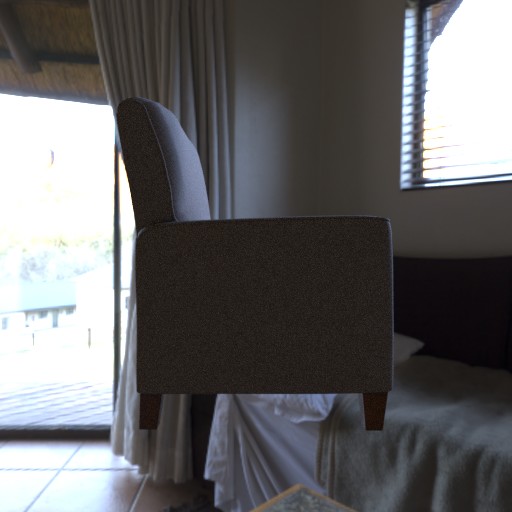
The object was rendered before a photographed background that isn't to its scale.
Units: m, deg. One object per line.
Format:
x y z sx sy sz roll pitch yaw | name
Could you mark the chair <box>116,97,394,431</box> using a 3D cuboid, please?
0.000 0.000 1.676 0.859 1.023 0.845 0 0 0 | chair
